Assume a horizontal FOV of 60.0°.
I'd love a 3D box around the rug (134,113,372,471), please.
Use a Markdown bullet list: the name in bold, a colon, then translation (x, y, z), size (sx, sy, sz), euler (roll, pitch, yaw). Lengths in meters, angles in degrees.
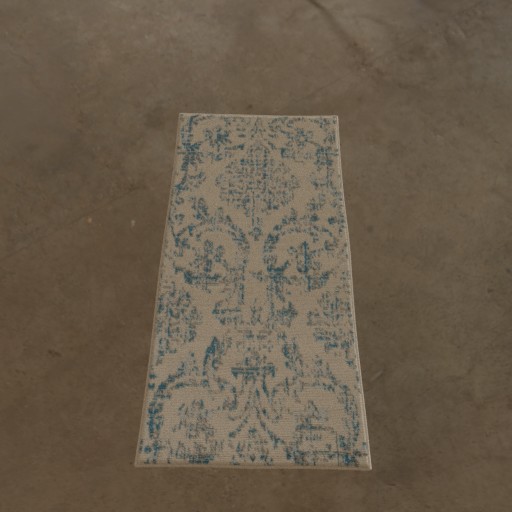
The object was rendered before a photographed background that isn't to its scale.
- **rug**: translation (0.000, 0.000, 1.407), size (0.605, 0.007, 1.220), euler (1, 63, 0)
